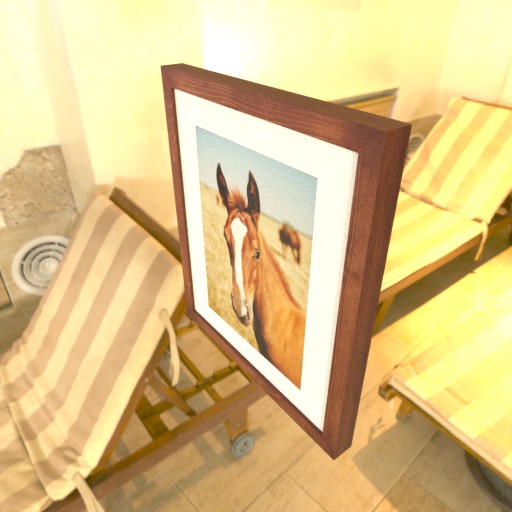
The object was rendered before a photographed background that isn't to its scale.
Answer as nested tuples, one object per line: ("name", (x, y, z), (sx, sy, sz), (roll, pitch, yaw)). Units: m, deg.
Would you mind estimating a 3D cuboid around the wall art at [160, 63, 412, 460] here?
("wall art", (0.000, 0.000, 0.526), (0.030, 0.381, 0.330), (-23, 39, -31))
